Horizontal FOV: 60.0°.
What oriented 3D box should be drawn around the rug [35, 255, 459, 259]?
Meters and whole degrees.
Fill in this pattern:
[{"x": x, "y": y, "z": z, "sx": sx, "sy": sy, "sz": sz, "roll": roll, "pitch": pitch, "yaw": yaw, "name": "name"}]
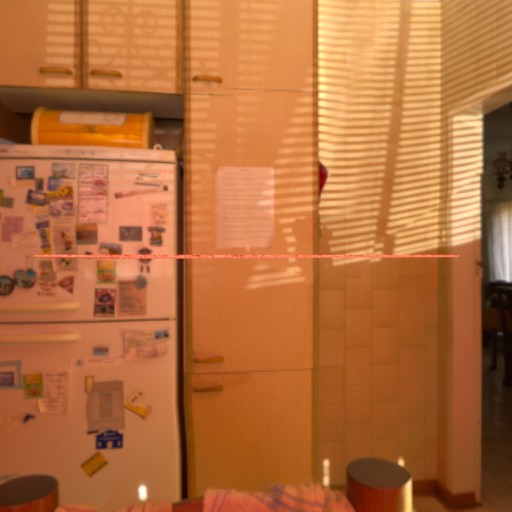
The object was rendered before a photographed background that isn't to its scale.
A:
[{"x": 0.000, "y": 0.000, "z": 2.993, "sx": 2.438, "sy": 0.015, "sz": 1.524, "roll": 0, "pitch": 0, "yaw": -37, "name": "rug"}]
